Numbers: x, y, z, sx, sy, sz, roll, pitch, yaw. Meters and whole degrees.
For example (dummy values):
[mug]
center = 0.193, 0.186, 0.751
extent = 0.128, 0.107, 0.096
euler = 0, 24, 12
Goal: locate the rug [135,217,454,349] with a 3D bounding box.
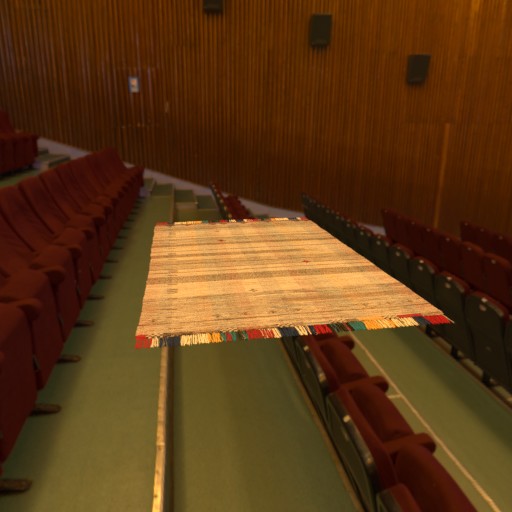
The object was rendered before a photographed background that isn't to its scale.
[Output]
[rug]
center = 0.000, 0.000, 3.086
extent = 1.465, 0.012, 2.465
euler = -3, 17, -10
